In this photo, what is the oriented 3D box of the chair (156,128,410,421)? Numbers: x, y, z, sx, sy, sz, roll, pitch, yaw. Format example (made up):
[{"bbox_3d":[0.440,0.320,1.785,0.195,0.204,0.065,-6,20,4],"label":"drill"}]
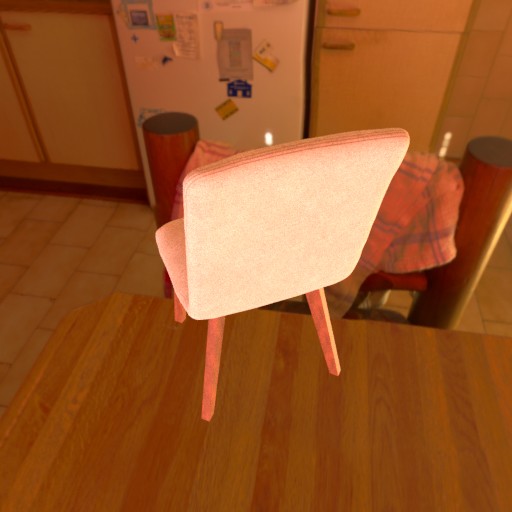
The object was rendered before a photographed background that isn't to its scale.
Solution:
[{"bbox_3d":[0.000,0.000,1.314,0.522,0.974,0.563,-14,44,-15],"label":"chair"}]
